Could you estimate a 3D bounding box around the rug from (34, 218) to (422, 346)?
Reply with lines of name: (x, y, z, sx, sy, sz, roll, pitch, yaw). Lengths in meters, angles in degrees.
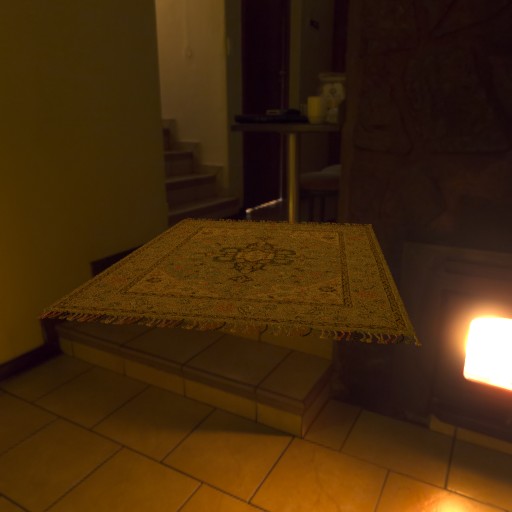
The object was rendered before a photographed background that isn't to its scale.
rug: (0.000, 0.000, 3.435, 1.971, 0.010, 2.651, 3, 17, 9)
